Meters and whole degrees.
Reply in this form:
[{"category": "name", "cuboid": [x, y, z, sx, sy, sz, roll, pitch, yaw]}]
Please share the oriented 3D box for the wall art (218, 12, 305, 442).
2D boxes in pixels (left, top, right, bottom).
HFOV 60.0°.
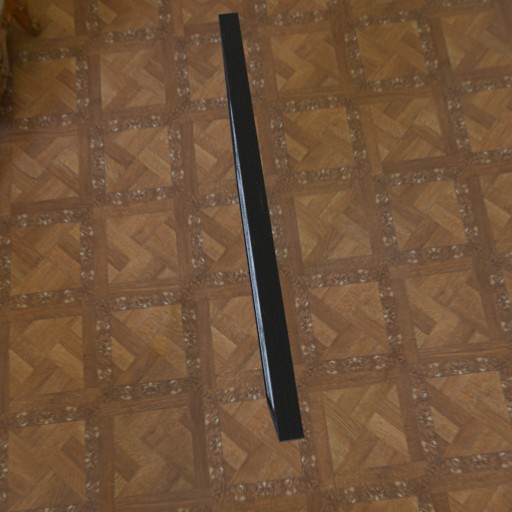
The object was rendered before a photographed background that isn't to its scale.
[{"category": "wall art", "cuboid": [0.000, 0.000, 1.112, 0.037, 0.761, 0.761, -8, 76, -2]}]
